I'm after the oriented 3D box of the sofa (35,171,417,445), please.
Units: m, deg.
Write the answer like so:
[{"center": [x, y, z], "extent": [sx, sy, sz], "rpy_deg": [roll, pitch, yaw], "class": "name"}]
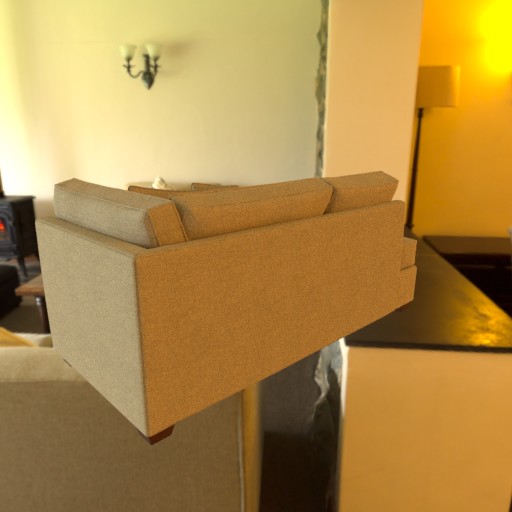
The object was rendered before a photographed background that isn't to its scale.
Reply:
[{"center": [0.000, 0.000, 2.779], "extent": [2.238, 1.019, 1.110], "rpy_deg": [-14, 21, -42], "class": "sofa"}]
